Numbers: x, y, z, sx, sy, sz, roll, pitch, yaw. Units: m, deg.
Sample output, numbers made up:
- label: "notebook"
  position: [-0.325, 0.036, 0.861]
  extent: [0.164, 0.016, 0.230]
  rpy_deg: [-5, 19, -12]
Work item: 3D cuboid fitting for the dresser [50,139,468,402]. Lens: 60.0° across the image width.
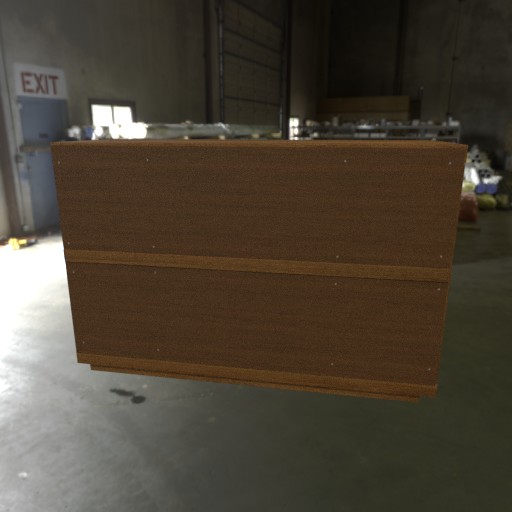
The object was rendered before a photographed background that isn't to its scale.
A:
- label: "dresser"
  position: [0.000, 0.000, 1.647]
  extent: [1.261, 0.825, 0.479]
  rpy_deg: [3, 16, 10]
